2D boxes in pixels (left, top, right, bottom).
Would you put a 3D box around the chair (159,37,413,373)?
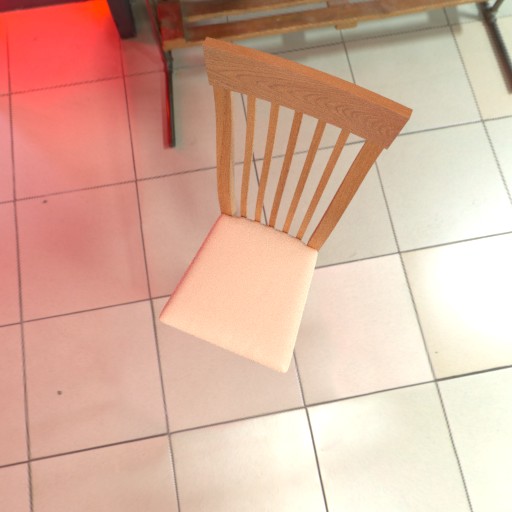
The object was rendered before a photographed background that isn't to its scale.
[{"bbox_3d":[0.000,0.000,1.350,0.450,1.050,0.580,22,77,5],"label":"chair"}]
